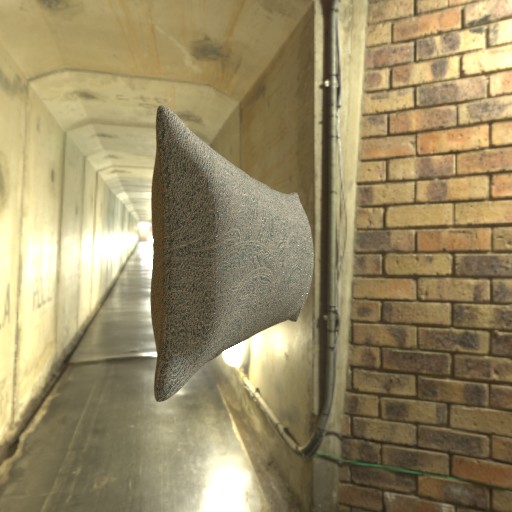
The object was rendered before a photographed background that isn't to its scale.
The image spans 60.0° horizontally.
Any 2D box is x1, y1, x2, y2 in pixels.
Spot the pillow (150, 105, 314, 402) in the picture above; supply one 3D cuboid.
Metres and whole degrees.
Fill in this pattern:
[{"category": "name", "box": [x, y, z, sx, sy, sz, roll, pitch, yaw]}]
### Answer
[{"category": "pillow", "box": [0.000, 0.000, 0.726, 0.151, 0.295, 0.615, 0, -1, 18]}]
